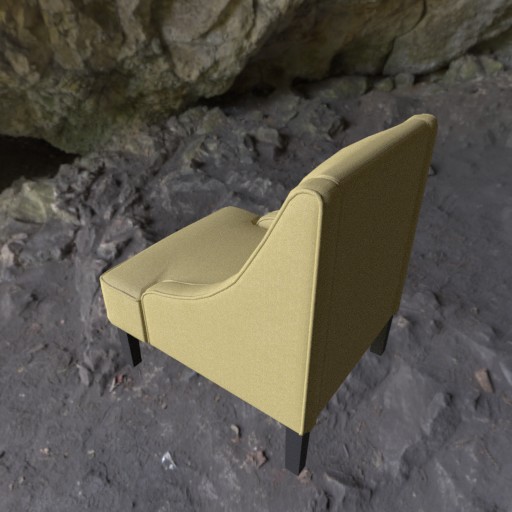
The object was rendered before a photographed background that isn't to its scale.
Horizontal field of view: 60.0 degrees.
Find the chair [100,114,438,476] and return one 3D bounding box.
[{"bbox_3d":[0.000,0.000,1.458,0.814,0.896,0.696,21,38,30],"label":"chair"}]
